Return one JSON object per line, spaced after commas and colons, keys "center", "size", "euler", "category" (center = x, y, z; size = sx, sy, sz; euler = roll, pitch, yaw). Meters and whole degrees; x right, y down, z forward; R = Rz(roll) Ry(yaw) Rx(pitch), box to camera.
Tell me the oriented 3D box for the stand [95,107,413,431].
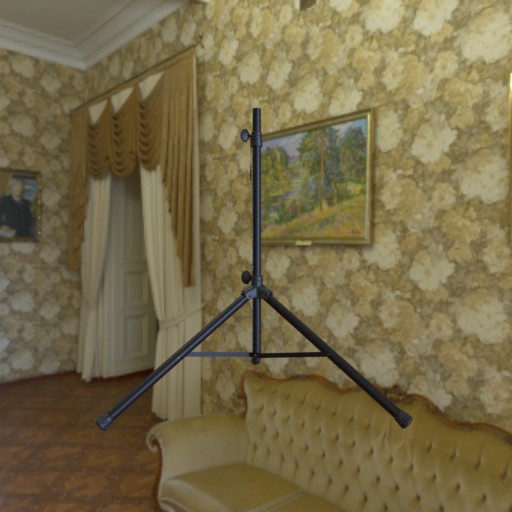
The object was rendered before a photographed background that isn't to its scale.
{"center": [0.000, 0.000, 1.867], "size": [1.045, 1.136, 0.907], "euler": [0, 1, 0], "category": "stand"}
